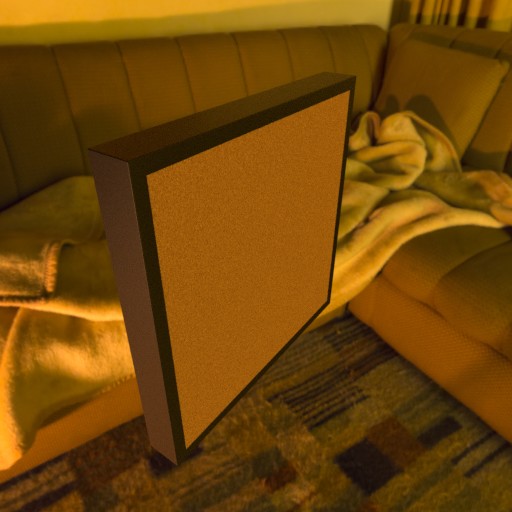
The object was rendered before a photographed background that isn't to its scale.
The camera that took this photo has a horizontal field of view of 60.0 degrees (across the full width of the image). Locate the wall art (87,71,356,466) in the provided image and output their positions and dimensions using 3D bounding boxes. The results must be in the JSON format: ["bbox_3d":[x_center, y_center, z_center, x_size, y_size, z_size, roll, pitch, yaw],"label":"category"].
[{"bbox_3d":[0.000,0.000,0.451,0.038,0.304,0.304,22,39,30],"label":"wall art"}]
